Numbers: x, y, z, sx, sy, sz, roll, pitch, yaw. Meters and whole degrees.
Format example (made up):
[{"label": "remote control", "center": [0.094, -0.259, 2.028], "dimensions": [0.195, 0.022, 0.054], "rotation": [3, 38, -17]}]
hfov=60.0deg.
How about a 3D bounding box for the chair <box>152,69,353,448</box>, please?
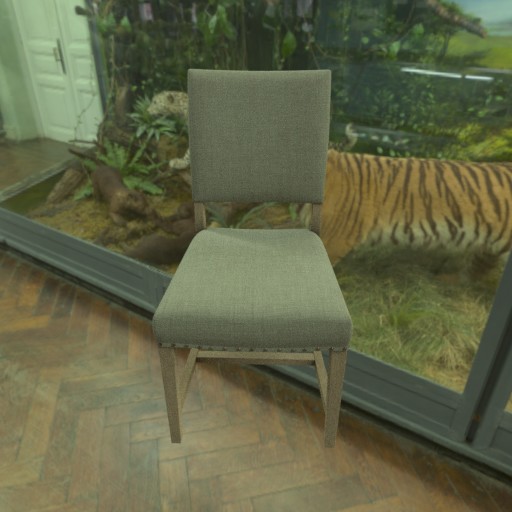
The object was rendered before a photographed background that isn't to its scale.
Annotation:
[{"label": "chair", "center": [0.000, 0.000, 1.353], "dimensions": [0.508, 0.986, 0.622], "rotation": [1, 31, 2]}]
